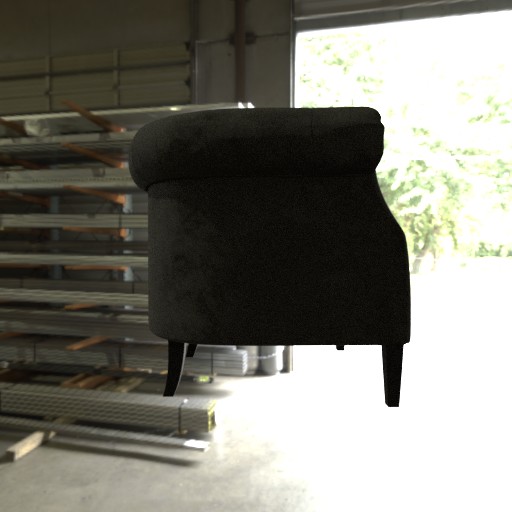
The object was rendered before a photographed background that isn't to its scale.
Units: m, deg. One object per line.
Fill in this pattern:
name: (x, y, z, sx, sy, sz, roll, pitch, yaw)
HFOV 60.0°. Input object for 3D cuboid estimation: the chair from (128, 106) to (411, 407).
chair: (0.000, 0.000, 1.569, 0.851, 0.826, 0.904, 0, 1, -1)
